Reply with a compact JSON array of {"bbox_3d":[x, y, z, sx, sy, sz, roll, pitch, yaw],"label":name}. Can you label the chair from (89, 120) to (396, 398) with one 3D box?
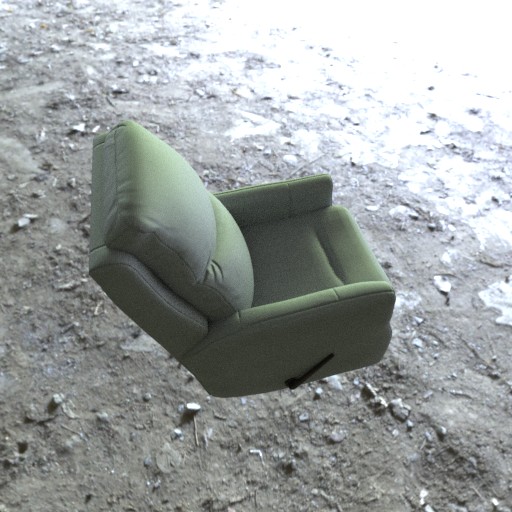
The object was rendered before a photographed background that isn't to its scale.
[{"bbox_3d":[0.000,0.000,1.784,1.080,1.030,0.829,-10,48,-9],"label":"chair"}]
